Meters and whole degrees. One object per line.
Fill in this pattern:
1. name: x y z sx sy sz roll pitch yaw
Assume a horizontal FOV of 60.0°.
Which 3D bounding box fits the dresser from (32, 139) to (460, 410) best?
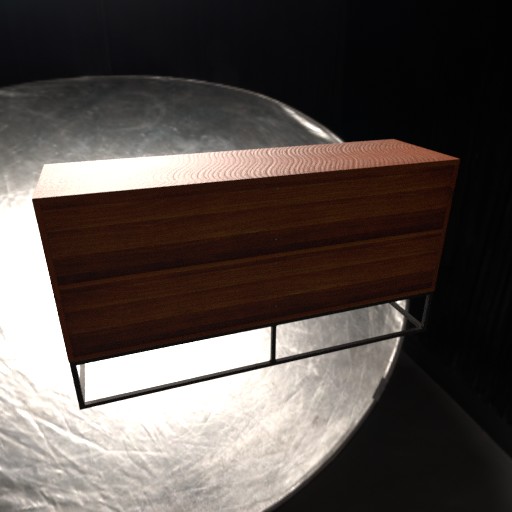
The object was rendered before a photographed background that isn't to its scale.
1. dresser: 0.000 0.000 1.881 1.536 0.810 0.464 -8 27 -17
